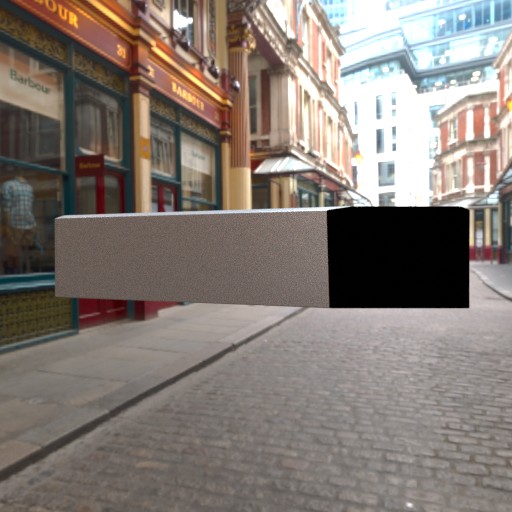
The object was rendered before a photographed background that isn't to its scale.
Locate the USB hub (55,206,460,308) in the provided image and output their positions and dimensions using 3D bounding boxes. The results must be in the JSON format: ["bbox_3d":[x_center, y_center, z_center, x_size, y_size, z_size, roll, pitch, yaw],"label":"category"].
[{"bbox_3d":[0.000,0.000,0.129,0.110,0.023,0.044,0,1,19],"label":"USB hub"}]
